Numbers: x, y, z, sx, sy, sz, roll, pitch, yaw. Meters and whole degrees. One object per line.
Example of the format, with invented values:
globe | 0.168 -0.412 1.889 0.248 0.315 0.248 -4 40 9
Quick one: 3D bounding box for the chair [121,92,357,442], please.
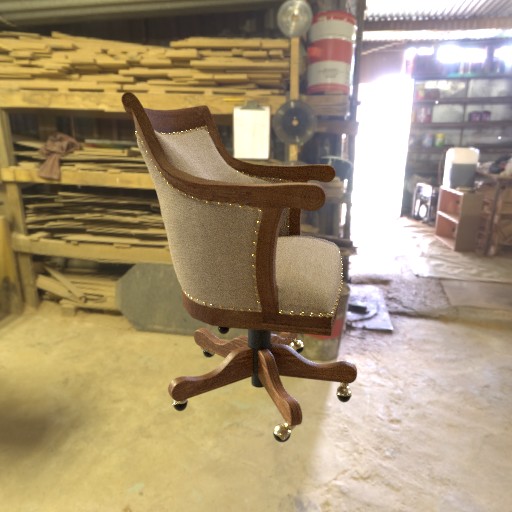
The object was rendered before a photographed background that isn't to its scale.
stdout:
chair | 0.000 0.000 1.441 0.689 0.965 0.656 3 16 11
